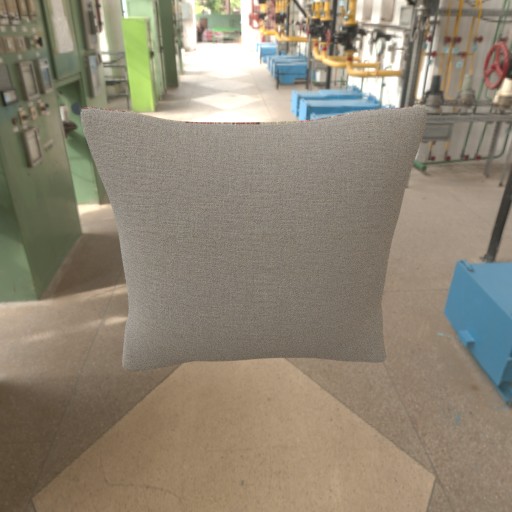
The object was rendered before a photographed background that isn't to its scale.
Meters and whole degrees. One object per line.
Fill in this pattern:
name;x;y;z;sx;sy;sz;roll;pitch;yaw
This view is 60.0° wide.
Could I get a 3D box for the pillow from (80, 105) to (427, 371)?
pillow;0.000;0.000;0.643;0.437;0.419;0.136;-1;28;-2
